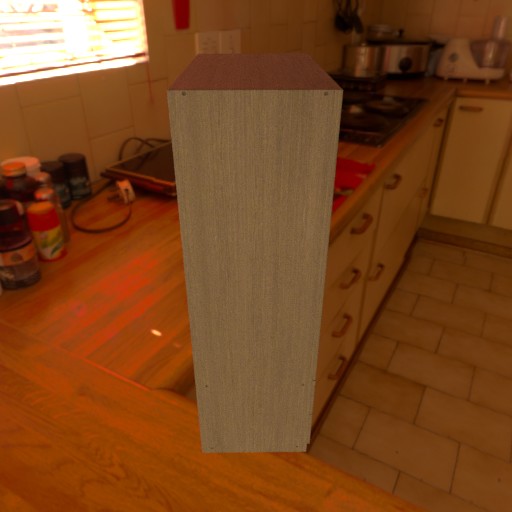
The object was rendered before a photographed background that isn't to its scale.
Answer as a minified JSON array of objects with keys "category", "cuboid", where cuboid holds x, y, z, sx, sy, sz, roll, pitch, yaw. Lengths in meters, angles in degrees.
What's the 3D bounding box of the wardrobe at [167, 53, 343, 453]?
[{"category":"wardrobe","cuboid":[0.000,0.000,2.290,0.577,1.808,0.991,0,31,-1]}]
